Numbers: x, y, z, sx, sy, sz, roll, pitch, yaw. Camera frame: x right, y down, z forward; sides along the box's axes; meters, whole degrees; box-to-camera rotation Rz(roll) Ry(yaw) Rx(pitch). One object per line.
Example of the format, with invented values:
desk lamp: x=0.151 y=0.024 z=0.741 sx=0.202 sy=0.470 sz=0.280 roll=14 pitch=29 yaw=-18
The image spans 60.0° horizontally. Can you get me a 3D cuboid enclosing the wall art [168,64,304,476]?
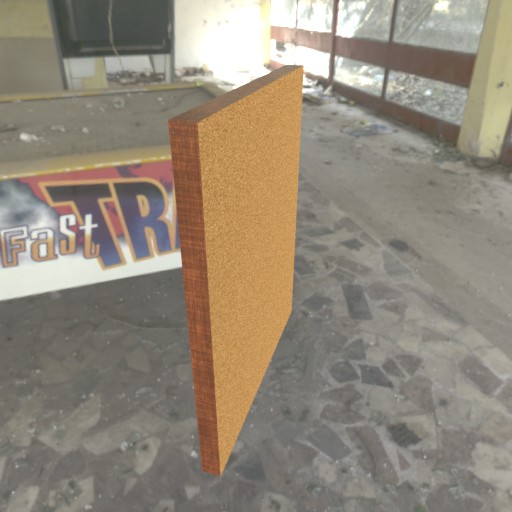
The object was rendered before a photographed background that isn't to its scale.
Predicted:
wall art: x=0.000 y=0.000 z=0.776 sx=0.033 sy=0.567 sz=0.467 roll=9 pitch=31 yaw=16
